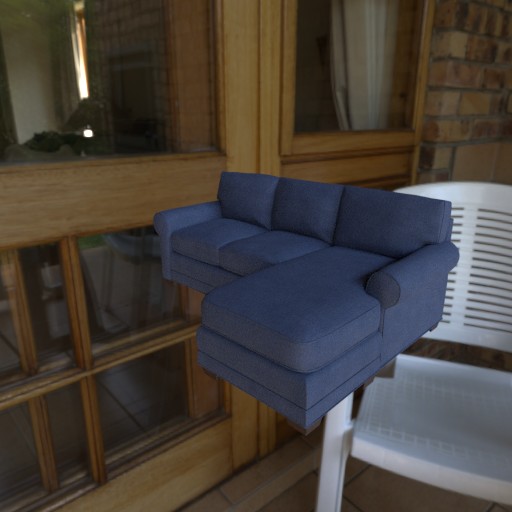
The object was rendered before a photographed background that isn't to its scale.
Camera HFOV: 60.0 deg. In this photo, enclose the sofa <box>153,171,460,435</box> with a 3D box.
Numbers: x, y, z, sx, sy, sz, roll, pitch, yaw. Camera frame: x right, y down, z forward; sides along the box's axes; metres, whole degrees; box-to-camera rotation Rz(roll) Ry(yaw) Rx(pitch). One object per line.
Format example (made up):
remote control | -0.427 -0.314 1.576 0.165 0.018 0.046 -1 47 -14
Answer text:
sofa | 0.000 0.000 3.525 2.567 1.063 1.780 17 25 41
